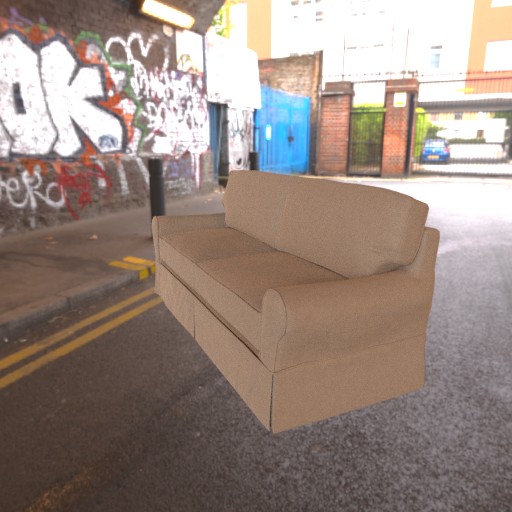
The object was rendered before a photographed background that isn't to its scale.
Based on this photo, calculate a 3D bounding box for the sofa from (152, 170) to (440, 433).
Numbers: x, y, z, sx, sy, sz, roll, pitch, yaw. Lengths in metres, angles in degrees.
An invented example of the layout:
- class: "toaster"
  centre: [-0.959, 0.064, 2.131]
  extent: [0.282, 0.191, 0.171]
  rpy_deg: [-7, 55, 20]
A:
- class: "sofa"
  centre: [0.000, 0.000, 2.858]
  extent: [0.900, 1.014, 2.246]
  rpy_deg: [-7, 16, -25]
